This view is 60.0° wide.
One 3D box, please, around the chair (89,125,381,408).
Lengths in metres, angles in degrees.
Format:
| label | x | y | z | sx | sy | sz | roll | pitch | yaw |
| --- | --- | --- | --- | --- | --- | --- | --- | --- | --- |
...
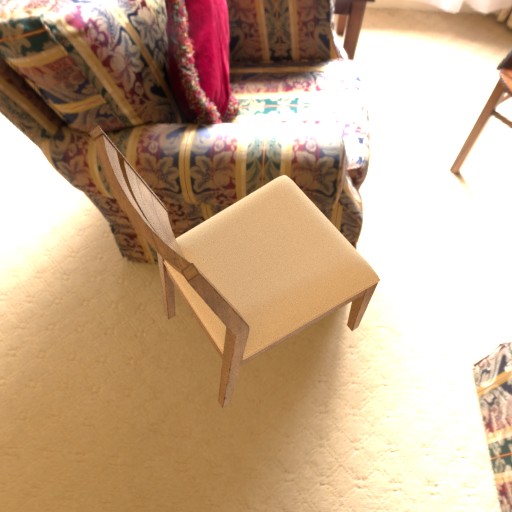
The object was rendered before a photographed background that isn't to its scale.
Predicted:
| label | x | y | z | sx | sy | sz | roll | pitch | yaw |
| --- | --- | --- | --- | --- | --- | --- | --- | --- | --- |
| chair | 0.000 | 0.000 | 1.309 | 0.610 | 0.939 | 0.497 | -30 | 63 | -17 |
